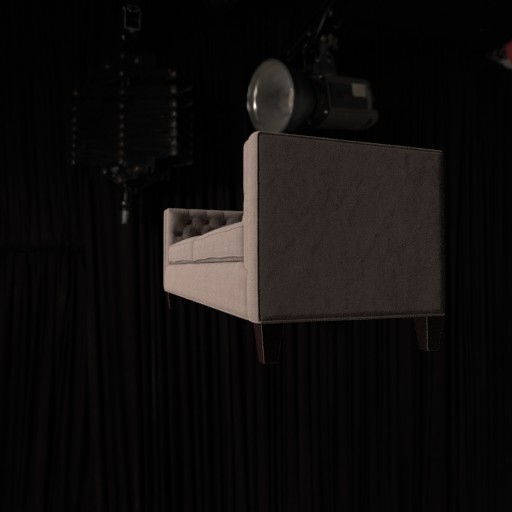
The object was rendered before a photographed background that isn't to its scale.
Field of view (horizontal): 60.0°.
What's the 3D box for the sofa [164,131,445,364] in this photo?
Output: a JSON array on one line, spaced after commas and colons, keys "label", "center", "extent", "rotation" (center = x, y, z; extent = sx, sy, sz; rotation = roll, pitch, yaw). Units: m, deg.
[{"label": "sofa", "center": [0.000, 0.000, 2.564], "extent": [0.775, 0.762, 2.159], "rotation": [1, -2, -19]}]
